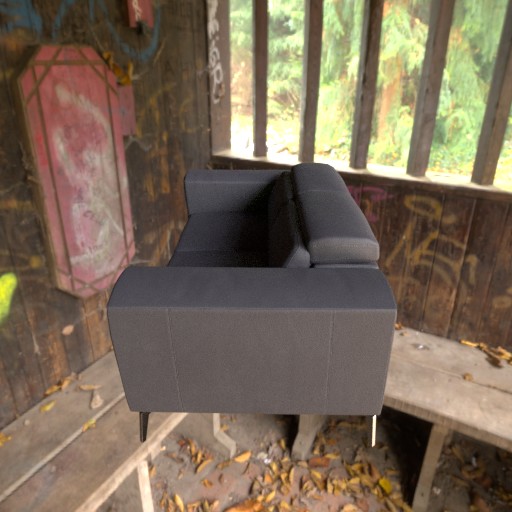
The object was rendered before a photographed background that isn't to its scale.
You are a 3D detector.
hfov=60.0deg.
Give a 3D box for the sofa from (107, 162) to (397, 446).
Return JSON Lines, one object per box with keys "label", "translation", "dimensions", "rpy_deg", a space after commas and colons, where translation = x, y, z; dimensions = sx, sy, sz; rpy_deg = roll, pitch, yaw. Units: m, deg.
{"label": "sofa", "translation": [0.000, 0.000, 2.414], "dimensions": [1.003, 0.779, 1.895], "rpy_deg": [0, 25, 1]}
